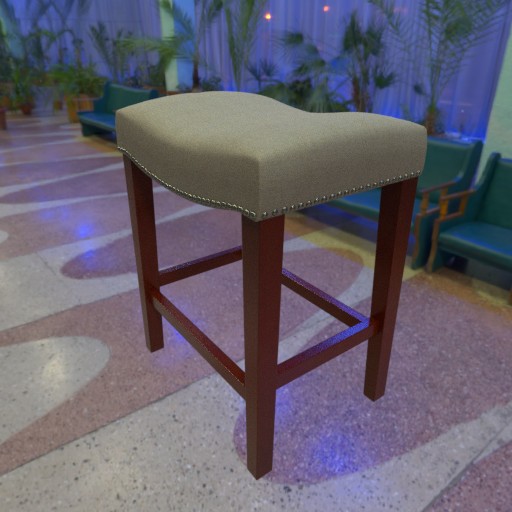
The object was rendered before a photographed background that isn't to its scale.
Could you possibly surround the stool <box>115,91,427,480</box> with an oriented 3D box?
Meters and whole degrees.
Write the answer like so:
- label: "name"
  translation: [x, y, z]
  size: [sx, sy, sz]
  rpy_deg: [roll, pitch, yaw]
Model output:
- label: "stool"
  translation: [0.000, 0.000, 0.961]
  size: [0.375, 0.632, 0.509]
  rpy_deg: [-18, 32, -32]
